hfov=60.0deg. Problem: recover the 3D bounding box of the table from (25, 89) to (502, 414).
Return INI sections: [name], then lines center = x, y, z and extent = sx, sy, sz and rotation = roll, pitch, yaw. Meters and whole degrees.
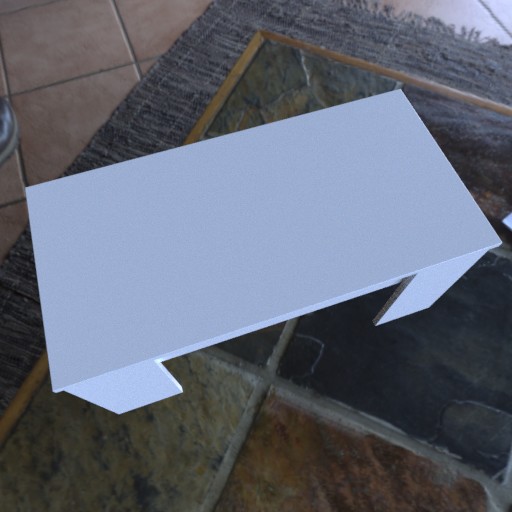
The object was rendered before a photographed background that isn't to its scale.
[table]
center = 0.000, 0.000, 1.225
extent = 1.000, 0.440, 0.500
rotation = -17, 65, -8
